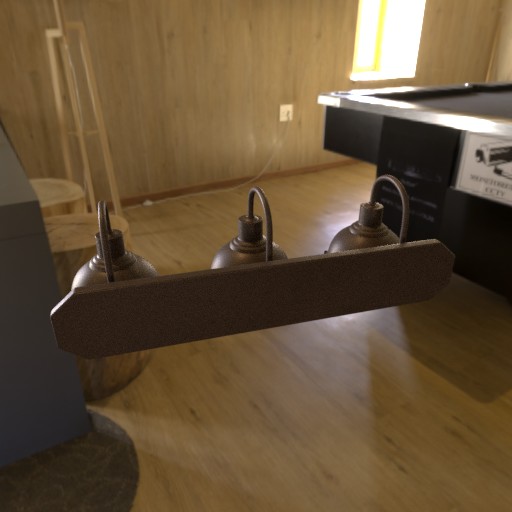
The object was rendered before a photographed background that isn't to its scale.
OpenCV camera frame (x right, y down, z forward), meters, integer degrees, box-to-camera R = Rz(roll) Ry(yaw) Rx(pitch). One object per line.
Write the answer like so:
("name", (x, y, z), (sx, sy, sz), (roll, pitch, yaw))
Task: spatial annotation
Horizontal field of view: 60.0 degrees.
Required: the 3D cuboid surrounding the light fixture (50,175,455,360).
("light fixture", (0.000, 0.000, 0.767), (0.634, 0.254, 0.229), (-7, 27, -15))
